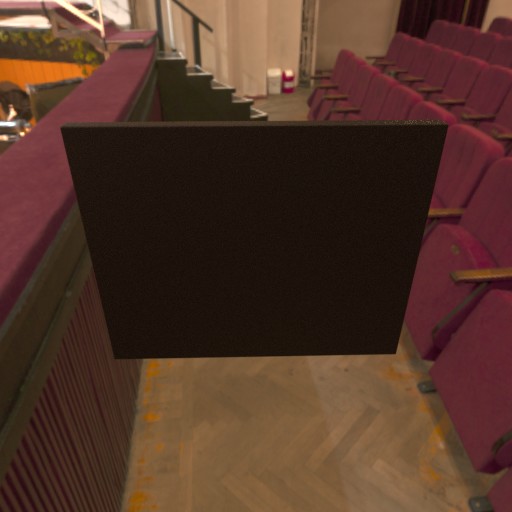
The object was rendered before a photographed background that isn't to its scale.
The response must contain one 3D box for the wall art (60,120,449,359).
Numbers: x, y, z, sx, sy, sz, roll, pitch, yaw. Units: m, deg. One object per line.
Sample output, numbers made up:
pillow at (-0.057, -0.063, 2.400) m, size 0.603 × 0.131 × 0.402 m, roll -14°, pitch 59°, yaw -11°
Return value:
wall art at (0.000, 0.000, 0.766) m, size 0.558 × 0.457 × 0.031 m, roll -1°, pitch 32°, yaw -1°
